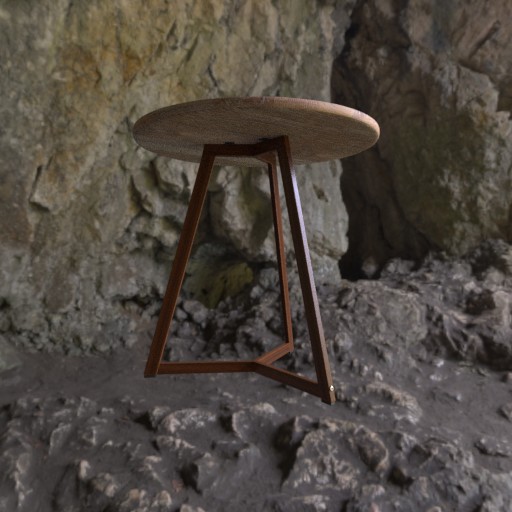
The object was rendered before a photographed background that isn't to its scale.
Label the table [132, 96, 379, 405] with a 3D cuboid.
[{"bbox_3d":[0.000,0.000,0.935,0.500,0.500,0.500,0,1,0],"label":"table"}]
